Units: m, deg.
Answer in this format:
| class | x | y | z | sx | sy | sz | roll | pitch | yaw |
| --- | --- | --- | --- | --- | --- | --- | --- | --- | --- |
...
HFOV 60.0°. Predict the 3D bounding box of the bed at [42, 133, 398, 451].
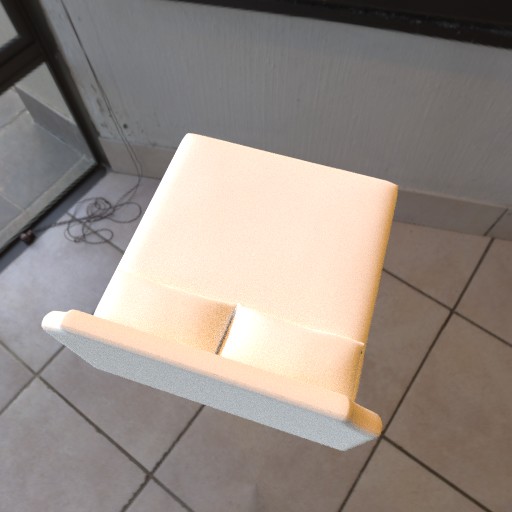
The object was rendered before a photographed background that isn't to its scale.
| class | x | y | z | sx | sy | sz | roll | pitch | yaw |
| --- | --- | --- | --- | --- | --- | --- | --- | --- | --- |
| bed | 0.000 | 0.000 | 3.472 | 2.160 | 1.301 | 2.204 | 16 | 64 | 8 |
